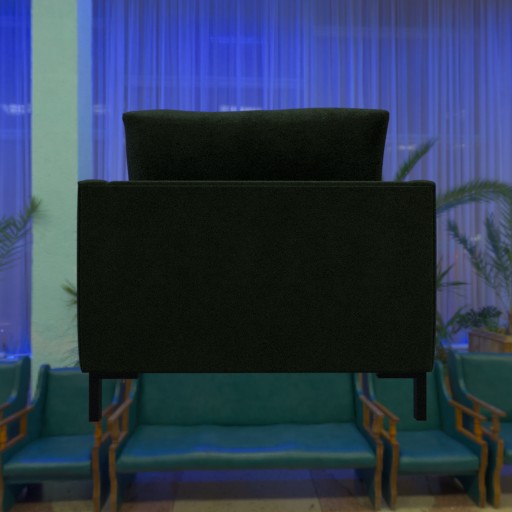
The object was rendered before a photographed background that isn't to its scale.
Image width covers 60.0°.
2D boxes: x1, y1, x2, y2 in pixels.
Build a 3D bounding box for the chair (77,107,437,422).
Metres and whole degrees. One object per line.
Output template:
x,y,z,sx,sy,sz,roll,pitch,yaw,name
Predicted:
0.000,0.000,1.565,0.963,0.861,0.866,0,-1,0,chair
